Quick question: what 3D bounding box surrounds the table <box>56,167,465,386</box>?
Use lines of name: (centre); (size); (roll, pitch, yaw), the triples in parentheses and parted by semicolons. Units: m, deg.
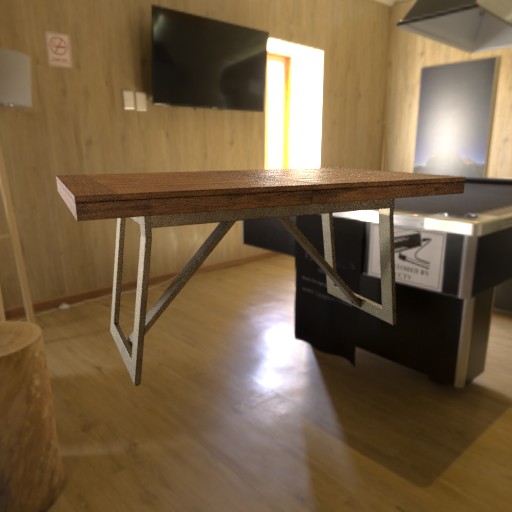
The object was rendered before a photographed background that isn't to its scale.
table: (0.000, 0.000, 2.134); (1.641, 0.757, 0.931); (-7, 16, -26)
